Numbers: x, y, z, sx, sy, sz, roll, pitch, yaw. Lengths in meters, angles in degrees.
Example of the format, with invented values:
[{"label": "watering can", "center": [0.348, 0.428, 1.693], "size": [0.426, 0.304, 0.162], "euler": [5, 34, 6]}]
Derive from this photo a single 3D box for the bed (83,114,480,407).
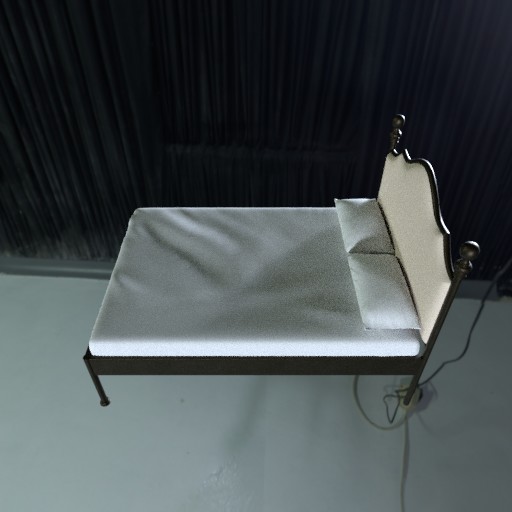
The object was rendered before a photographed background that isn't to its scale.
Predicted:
[{"label": "bed", "center": [0.000, 0.000, 3.150], "size": [2.170, 1.462, 1.533], "euler": [0, 42, 0]}]
